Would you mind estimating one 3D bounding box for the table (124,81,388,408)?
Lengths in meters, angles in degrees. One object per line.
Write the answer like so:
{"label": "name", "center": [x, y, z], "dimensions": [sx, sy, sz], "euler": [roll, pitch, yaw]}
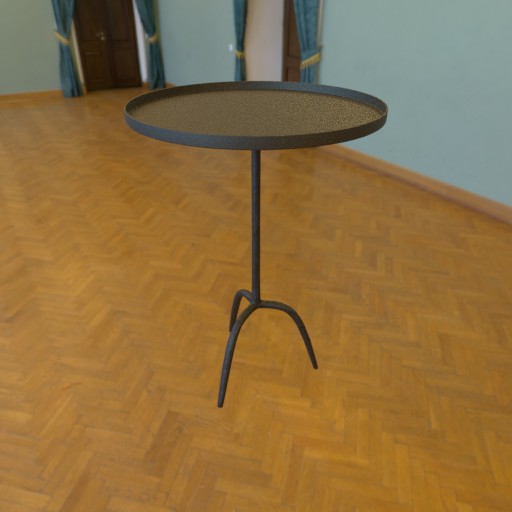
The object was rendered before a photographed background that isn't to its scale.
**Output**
{"label": "table", "center": [0.000, 0.000, 1.045], "dimensions": [0.502, 0.700, 0.502], "euler": [-18, 35, -28]}
